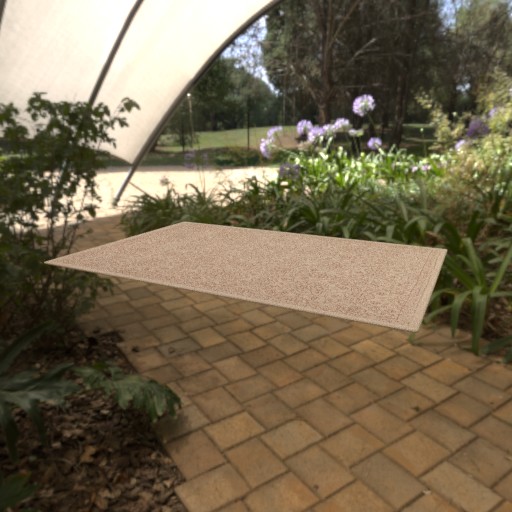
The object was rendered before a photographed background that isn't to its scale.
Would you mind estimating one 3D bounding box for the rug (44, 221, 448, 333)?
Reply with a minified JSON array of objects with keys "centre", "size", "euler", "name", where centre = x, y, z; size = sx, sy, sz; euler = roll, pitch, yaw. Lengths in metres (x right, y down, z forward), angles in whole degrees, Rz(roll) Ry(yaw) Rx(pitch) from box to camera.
[{"centre":[0.000,0.000,2.397],"size":[1.829,0.010,1.219],"euler":[8,17,26],"name":"rug"}]
